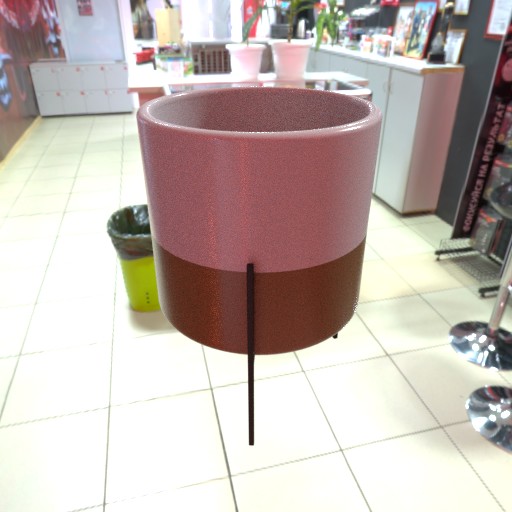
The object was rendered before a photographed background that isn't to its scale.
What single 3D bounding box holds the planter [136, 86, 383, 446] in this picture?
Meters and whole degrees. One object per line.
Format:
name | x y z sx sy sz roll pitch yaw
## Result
planter | 0.000 0.000 0.657 0.310 0.432 0.310 10 31 16
